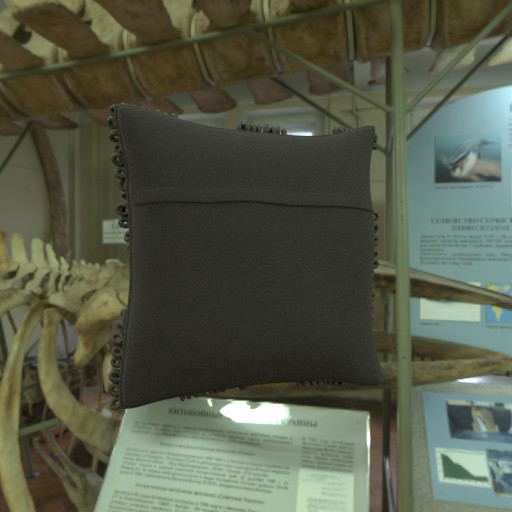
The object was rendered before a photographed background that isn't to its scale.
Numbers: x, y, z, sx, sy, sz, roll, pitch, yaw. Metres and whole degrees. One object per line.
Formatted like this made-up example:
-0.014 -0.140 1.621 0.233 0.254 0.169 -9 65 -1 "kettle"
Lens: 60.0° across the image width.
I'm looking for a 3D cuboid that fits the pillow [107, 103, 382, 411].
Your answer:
0.000 0.000 0.737 0.470 0.467 0.172 0 0 -18 "pillow"
